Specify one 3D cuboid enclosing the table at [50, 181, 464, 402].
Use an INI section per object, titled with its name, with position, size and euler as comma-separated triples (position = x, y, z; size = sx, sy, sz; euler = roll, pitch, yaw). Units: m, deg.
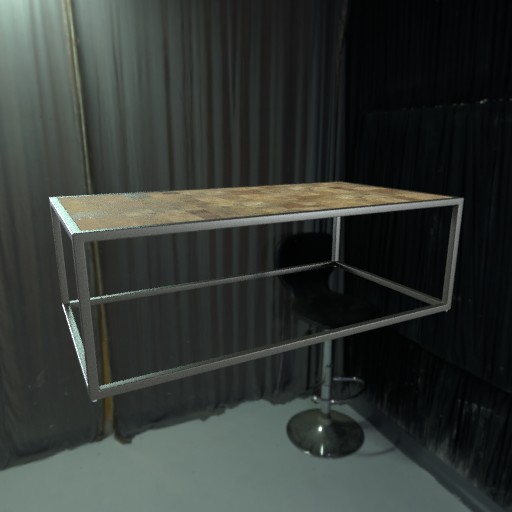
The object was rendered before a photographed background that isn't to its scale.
[table]
position = 0.000, 0.000, 1.508
size = 1.199, 0.398, 0.649
euler = -8, 17, -27
